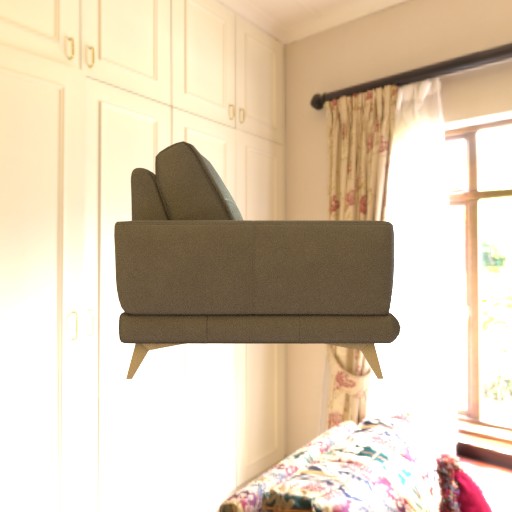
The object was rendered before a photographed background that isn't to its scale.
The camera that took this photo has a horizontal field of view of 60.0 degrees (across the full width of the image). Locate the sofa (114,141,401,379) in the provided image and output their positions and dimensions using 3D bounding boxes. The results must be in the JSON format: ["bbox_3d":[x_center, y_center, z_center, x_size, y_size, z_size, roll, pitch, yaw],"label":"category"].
[{"bbox_3d":[0.000,0.000,2.417,1.018,0.907,1.806,0,-1,0],"label":"sofa"}]
